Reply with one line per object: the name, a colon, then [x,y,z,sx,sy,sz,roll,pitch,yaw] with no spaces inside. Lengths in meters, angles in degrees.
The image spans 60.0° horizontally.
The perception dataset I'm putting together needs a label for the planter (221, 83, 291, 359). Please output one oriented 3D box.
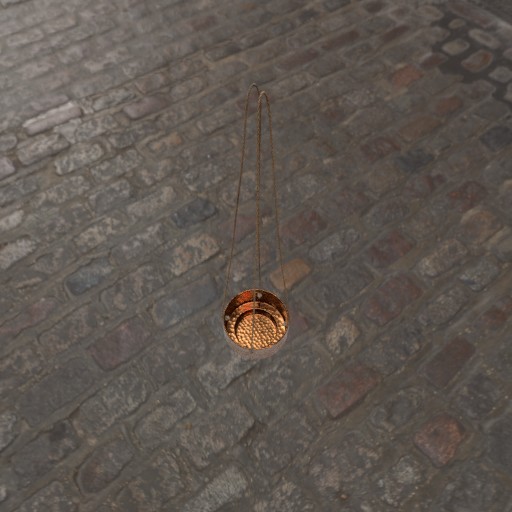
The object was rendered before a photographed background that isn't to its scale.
planter: [0.000,0.000,1.150,0.223,1.030,0.223,-34,64,-19]
